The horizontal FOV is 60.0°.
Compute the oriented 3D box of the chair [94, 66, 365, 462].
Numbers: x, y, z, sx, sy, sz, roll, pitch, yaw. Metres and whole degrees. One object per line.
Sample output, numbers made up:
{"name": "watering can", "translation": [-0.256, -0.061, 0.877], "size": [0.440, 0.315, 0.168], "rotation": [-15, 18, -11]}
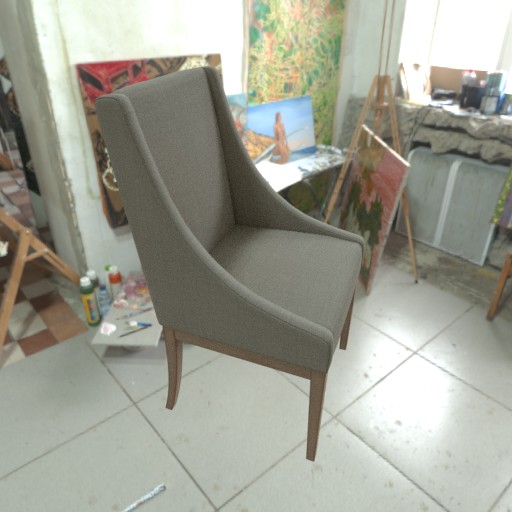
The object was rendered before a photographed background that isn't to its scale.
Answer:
{"name": "chair", "translation": [0.000, 0.000, 1.384], "size": [0.611, 1.021, 0.575], "rotation": [11, 32, 17]}
